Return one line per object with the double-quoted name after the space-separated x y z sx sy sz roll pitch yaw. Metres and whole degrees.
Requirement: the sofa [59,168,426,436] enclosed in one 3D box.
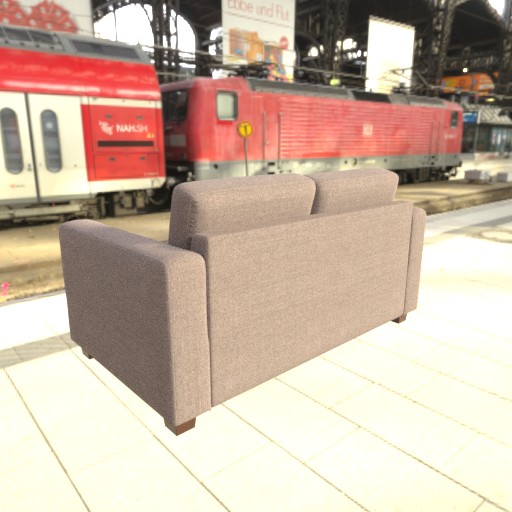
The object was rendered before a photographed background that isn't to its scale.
0.000 0.000 2.077 1.520 0.800 0.900 -13 19 -41 "sofa"
